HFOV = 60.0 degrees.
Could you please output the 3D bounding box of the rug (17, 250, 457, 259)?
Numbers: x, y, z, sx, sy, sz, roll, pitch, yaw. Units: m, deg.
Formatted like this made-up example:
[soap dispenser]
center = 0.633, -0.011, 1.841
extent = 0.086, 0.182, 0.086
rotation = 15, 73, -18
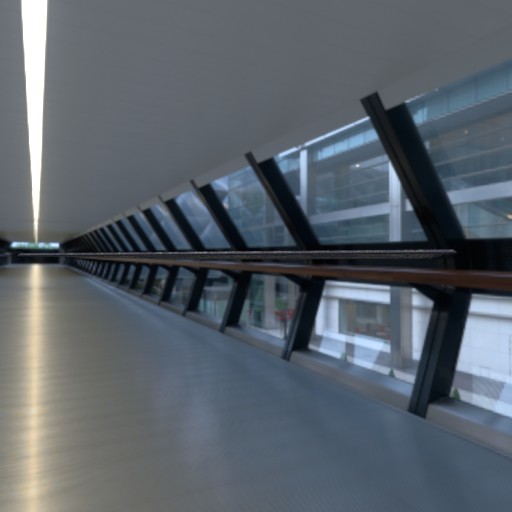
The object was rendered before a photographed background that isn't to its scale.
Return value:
[rug]
center = 0.000, 0.000, 4.692
extent = 3.612, 0.035, 2.716
rotation = 0, -1, 18
